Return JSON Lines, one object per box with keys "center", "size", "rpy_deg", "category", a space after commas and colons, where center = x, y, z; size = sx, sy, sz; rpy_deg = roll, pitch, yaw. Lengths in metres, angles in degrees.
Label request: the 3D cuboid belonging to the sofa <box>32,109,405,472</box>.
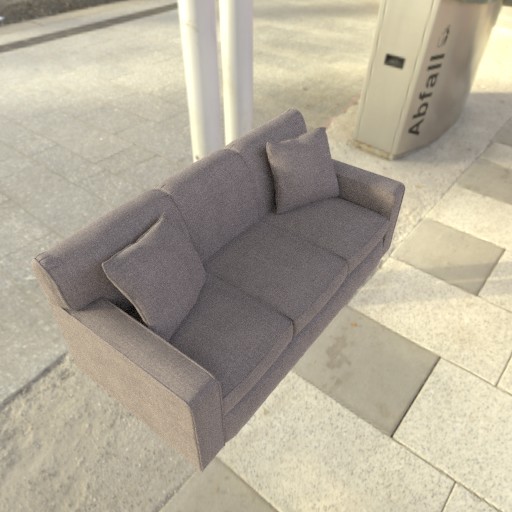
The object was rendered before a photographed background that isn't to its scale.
{"center": [0.000, 0.000, 2.587], "size": [0.997, 0.958, 2.024], "rpy_deg": [27, 48, 27], "category": "sofa"}
